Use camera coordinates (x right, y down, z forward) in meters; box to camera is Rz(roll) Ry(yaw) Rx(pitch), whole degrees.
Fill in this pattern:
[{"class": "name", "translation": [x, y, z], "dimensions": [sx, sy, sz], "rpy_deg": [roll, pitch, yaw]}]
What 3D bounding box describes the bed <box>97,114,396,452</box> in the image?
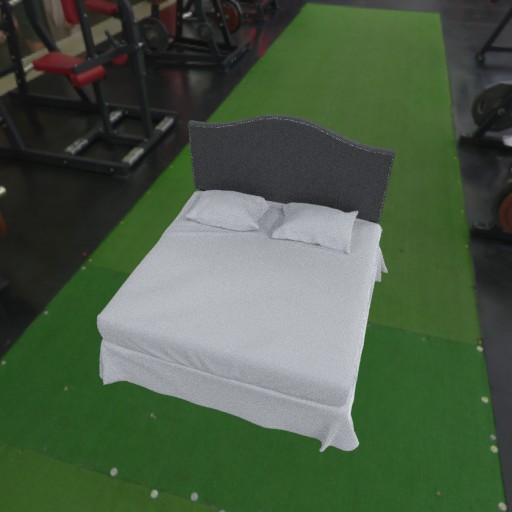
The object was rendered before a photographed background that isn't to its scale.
[{"class": "bed", "translation": [0.000, 0.000, 3.790], "dimensions": [2.314, 1.651, 2.219], "rpy_deg": [12, 43, 13]}]
